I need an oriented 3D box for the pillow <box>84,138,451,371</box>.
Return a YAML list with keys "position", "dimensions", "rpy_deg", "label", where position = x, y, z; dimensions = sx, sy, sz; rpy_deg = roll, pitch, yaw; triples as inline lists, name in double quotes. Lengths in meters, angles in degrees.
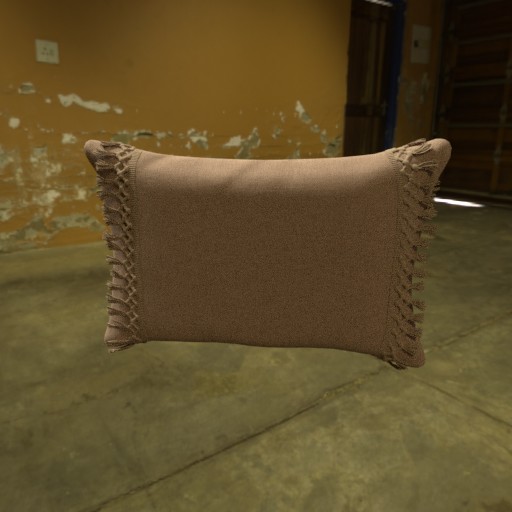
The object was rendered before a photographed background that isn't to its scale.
- position: [0.000, 0.000, 0.593]
  dimensions: [0.466, 0.305, 0.084]
  rpy_deg: [2, 15, 9]
  label: "pillow"
